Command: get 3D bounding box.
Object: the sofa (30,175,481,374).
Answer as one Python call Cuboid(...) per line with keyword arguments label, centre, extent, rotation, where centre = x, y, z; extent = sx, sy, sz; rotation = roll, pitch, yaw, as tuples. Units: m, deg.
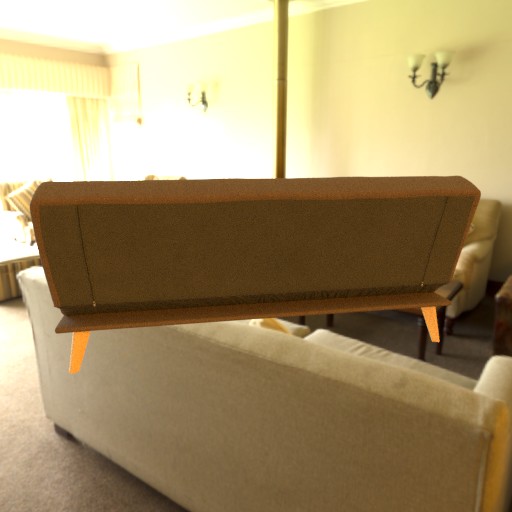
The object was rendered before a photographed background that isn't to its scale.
Cuboid(label="sofa", centre=(0.000, 0.000, 2.203), extent=(1.800, 0.810, 0.860), rotation=(-3, 14, -10))
